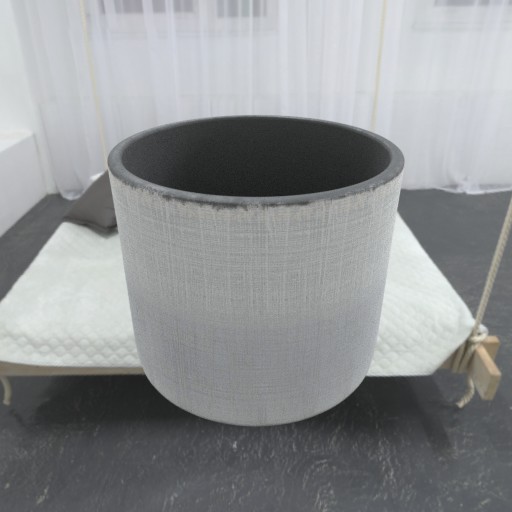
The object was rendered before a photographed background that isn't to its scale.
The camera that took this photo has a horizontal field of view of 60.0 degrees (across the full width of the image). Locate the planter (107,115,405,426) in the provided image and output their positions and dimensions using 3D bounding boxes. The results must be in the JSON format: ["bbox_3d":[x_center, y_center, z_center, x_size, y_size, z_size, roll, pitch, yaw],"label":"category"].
[{"bbox_3d":[0.000,0.000,0.440,0.254,0.221,0.254,0,30,0],"label":"planter"}]
